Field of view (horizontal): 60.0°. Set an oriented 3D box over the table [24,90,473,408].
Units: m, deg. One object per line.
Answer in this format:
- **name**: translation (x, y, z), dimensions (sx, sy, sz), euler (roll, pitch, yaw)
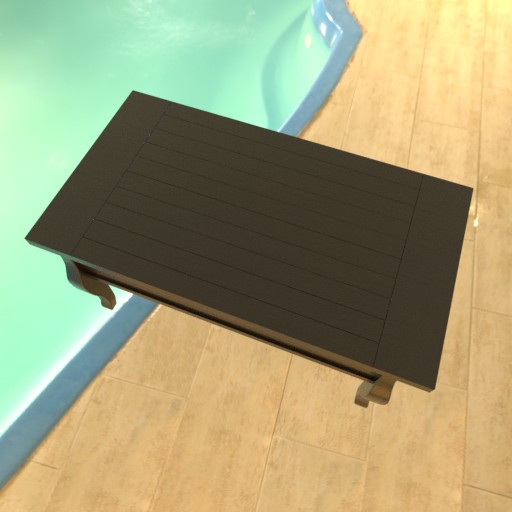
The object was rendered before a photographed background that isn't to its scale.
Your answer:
- **table**: translation (0.000, 0.000, 1.403), dimensions (1.062, 0.494, 0.600), euler (19, 64, 10)
